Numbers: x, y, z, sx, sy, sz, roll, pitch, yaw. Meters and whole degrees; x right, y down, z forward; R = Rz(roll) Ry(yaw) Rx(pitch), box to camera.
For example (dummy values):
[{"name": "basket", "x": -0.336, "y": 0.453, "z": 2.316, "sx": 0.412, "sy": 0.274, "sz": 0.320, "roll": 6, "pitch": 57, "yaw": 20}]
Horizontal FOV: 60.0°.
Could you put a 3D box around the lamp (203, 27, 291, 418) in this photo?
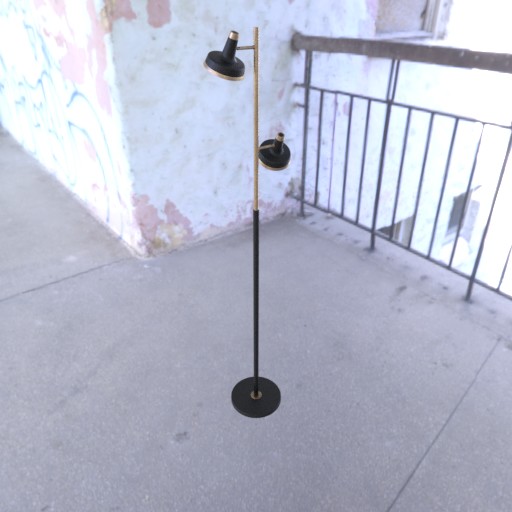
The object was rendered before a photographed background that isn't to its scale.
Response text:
[{"name": "lamp", "x": 0.000, "y": 0.000, "z": 1.822, "sx": 0.351, "sy": 1.674, "sz": 0.253, "roll": -20, "pitch": 36, "yaw": -30}]
